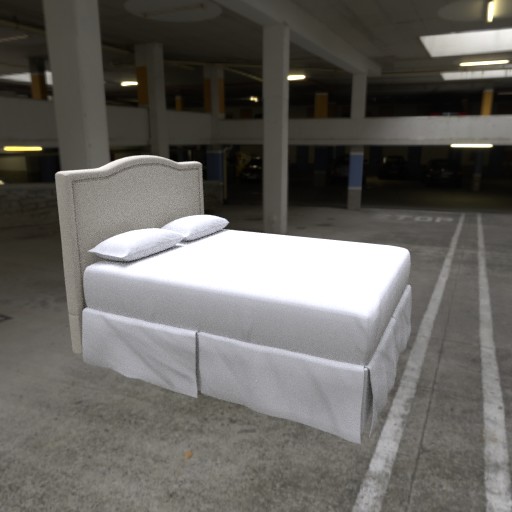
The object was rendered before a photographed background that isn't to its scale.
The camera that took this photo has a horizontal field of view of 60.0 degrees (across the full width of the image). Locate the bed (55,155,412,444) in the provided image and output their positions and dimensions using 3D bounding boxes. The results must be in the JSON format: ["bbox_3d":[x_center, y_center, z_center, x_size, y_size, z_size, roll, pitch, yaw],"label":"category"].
[{"bbox_3d":[0.000,0.000,3.343,2.196,1.449,1.741,7,16,25],"label":"bed"}]
